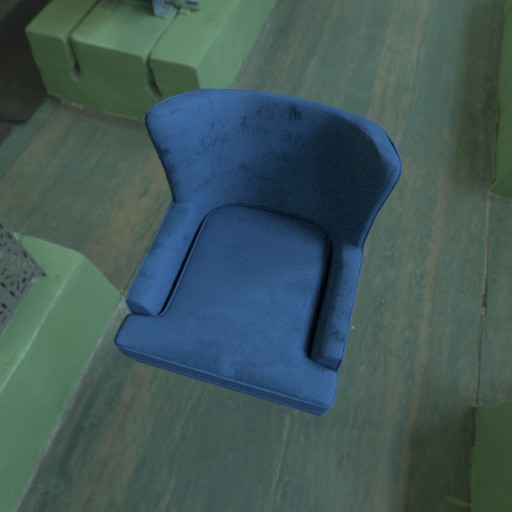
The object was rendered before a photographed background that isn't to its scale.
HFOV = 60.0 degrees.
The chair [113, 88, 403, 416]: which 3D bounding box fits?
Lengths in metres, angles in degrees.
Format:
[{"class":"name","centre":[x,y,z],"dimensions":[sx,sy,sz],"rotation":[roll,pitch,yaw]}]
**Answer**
[{"class":"chair","centre":[0.000,0.000,1.650],"dimensions":[0.793,0.952,0.910],"rotation":[14,61,8]}]
